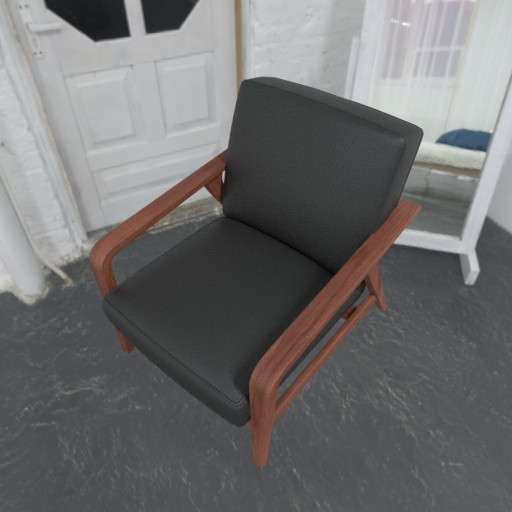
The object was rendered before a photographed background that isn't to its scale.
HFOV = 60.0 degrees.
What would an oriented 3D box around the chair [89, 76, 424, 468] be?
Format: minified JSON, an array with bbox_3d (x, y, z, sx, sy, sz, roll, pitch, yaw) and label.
[{"bbox_3d":[0.000,0.000,1.464,0.719,0.861,0.889,30,52,27],"label":"chair"}]
